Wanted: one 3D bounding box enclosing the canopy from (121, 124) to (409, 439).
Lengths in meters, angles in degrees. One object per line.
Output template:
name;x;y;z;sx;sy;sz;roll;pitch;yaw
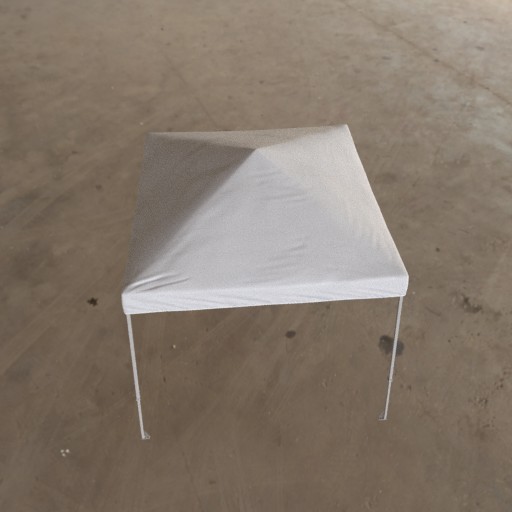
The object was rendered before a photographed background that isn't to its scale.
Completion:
canopy;0.000;0.000;5.043;2.849;2.849;2.848;-3;48;-3
